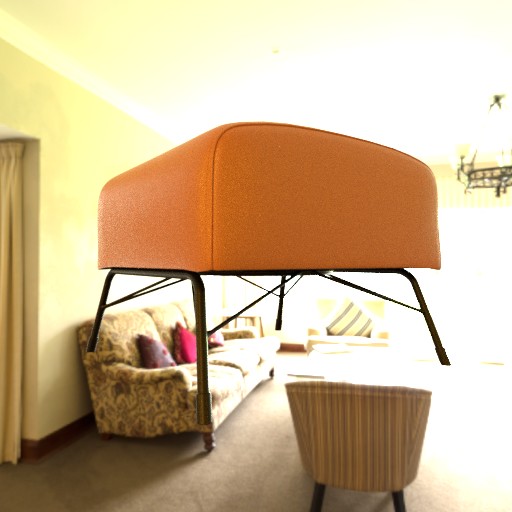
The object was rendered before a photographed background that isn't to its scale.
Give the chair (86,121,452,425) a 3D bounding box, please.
[{"bbox_3d":[0.000,0.000,0.894,0.530,0.410,0.530,0,-1,-35],"label":"chair"}]
